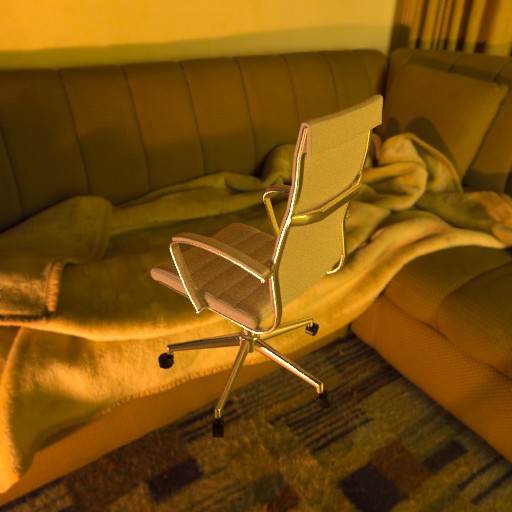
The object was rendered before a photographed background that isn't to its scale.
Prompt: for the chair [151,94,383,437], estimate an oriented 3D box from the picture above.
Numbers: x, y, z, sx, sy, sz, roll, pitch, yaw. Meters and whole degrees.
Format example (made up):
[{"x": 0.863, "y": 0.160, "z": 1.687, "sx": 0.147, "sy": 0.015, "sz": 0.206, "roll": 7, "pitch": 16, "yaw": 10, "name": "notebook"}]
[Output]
[{"x": 0.000, "y": 0.000, "z": 1.645, "sx": 0.739, "sy": 1.149, "sz": 0.766, "roll": 20, "pitch": 36, "yaw": 31, "name": "chair"}]
